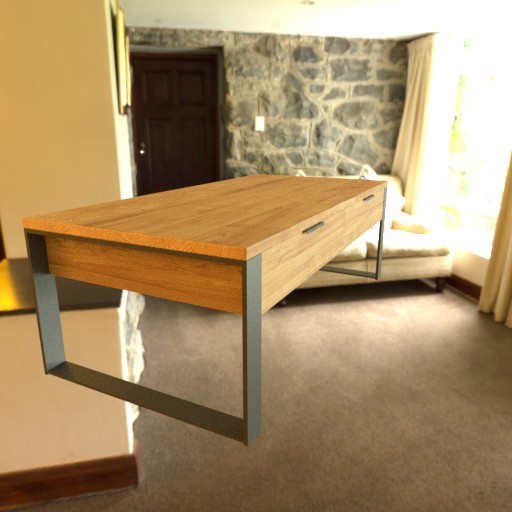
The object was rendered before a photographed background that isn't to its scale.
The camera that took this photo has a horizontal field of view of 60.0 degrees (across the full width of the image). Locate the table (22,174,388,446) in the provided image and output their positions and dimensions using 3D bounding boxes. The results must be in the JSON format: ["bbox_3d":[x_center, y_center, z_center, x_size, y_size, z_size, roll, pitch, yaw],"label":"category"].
[{"bbox_3d":[0.000,0.000,1.437,0.590,0.400,1.180,8,18,26],"label":"table"}]
